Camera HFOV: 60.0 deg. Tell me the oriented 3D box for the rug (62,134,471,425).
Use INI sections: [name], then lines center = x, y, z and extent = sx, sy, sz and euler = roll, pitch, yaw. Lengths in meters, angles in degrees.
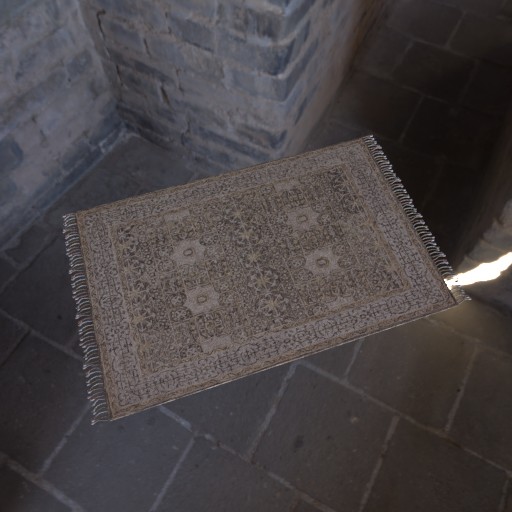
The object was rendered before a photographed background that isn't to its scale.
[rug]
center = 0.000, 0.000, 2.494
extent = 2.029, 0.010, 1.237
euler = -16, 64, -8
